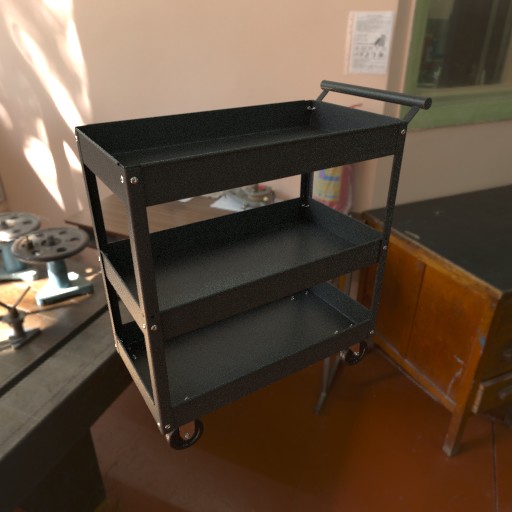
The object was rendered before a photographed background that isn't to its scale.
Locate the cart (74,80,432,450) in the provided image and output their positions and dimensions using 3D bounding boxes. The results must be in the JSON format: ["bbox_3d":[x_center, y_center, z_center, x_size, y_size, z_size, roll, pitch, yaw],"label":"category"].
[{"bbox_3d":[0.000,0.000,1.158,0.719,0.780,0.366,-17,33,-28],"label":"cart"}]
